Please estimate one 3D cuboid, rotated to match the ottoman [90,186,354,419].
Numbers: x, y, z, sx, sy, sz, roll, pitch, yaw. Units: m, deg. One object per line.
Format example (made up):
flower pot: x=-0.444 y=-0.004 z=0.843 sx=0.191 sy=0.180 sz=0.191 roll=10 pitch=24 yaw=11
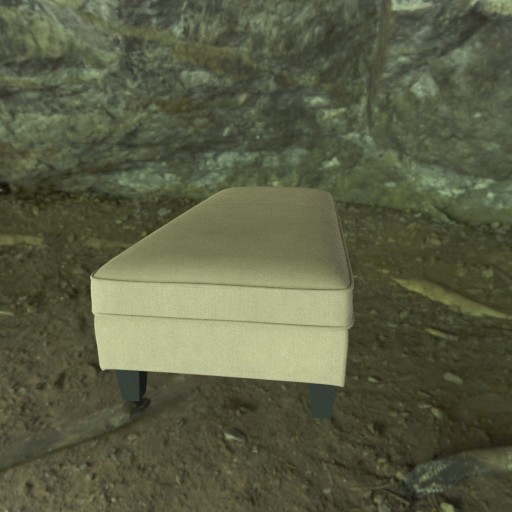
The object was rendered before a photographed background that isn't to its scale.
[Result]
ottoman: x=0.000 y=0.000 z=1.971 sx=0.735 sy=0.460 sz=1.726 roll=2 pitch=16 yaw=7
